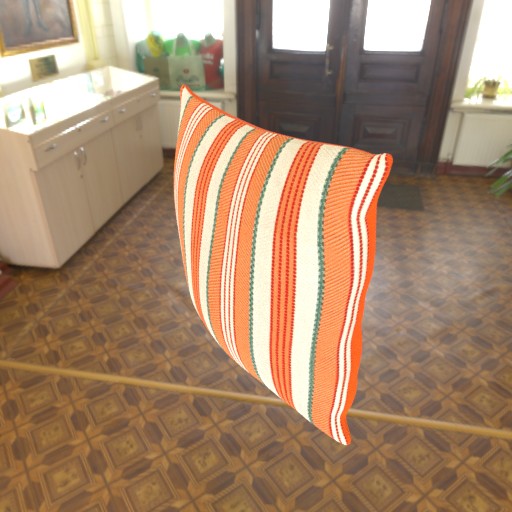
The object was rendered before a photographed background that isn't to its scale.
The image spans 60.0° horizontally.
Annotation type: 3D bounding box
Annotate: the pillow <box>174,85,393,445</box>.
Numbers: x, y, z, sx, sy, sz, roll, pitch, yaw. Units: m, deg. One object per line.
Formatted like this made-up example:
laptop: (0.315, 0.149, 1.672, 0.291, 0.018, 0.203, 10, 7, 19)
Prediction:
pillow: (0.000, 0.000, 0.677, 0.182, 0.441, 0.440, -20, 36, -30)
